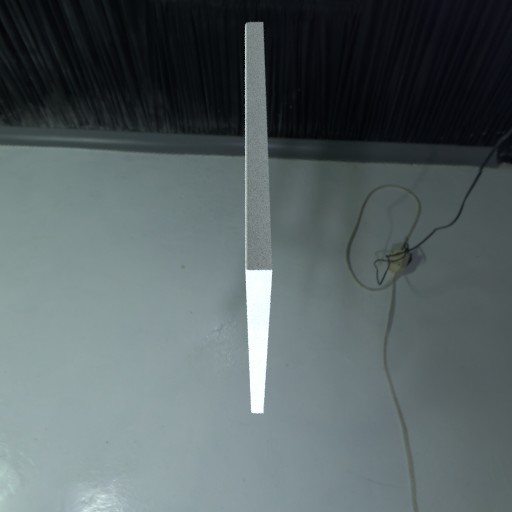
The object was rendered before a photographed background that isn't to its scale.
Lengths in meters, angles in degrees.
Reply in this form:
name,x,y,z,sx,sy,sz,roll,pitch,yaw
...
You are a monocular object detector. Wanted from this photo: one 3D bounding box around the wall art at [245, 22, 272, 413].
name,x,y,z,sx,sy,sz,roll,pitch,yaw
wall art,0.000,0.000,1.173,0.038,0.912,0.607,-1,58,0
